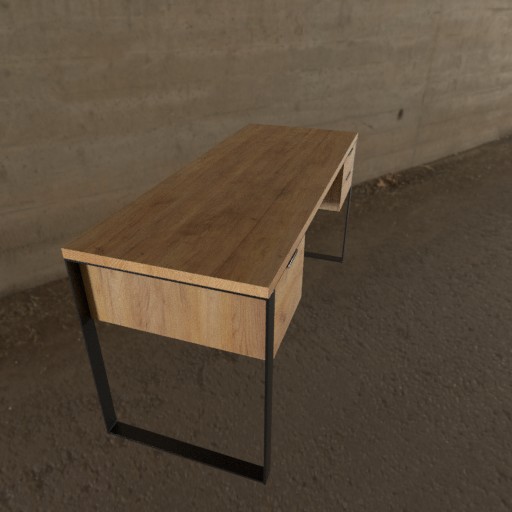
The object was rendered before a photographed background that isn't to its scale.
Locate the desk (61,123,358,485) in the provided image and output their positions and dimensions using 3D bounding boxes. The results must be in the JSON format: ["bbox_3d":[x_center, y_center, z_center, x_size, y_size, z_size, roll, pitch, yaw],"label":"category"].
[{"bbox_3d":[0.000,0.000,1.937,0.600,0.760,1.520,10,31,16],"label":"desk"}]
